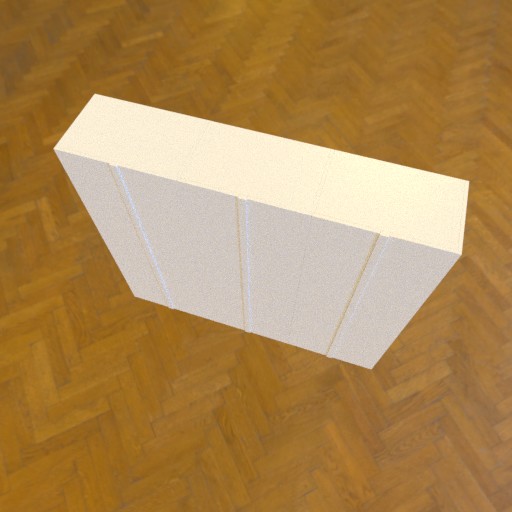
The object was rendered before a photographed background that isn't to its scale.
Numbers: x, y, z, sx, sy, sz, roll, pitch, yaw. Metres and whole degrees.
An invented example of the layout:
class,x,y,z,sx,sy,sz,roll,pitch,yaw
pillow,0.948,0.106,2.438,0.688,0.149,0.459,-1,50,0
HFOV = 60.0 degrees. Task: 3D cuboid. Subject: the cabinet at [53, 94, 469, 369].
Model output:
class,x,y,z,sx,sy,sz,roll,pitch,yaw
cabinet,0.000,0.000,3.949,2.700,2.370,0.590,16,61,9
